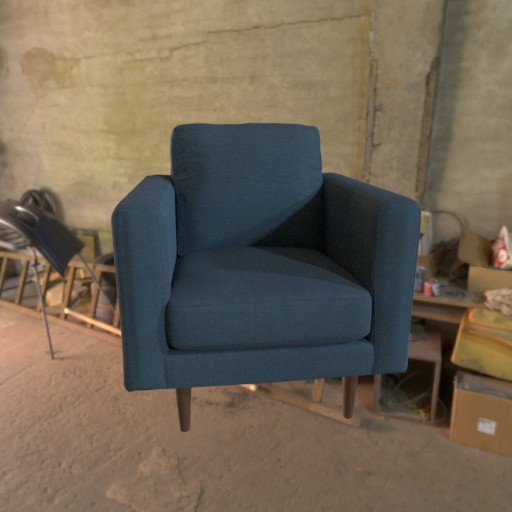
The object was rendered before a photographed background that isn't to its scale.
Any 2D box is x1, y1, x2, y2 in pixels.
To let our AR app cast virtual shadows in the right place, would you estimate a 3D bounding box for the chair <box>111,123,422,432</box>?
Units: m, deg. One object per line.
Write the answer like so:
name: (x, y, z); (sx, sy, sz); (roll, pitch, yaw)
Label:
chair: (0.000, 0.000, 1.589); (0.855, 0.922, 0.820); (-2, 16, -7)
